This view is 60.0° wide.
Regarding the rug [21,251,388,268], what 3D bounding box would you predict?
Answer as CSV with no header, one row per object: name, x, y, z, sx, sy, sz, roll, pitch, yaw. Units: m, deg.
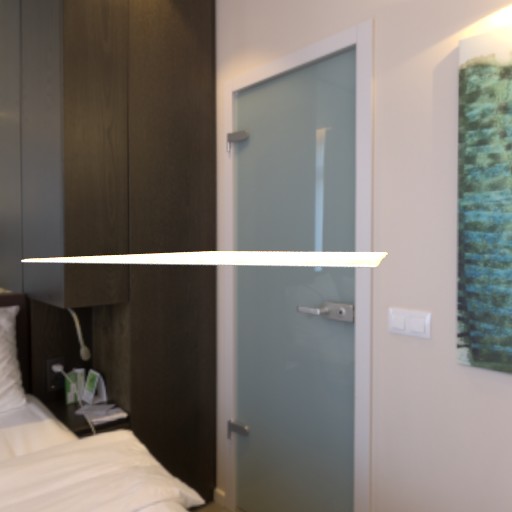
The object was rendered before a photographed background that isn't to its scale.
rug,0.000,0.000,2.864,1.598,0.014,2.202,0,2,17
